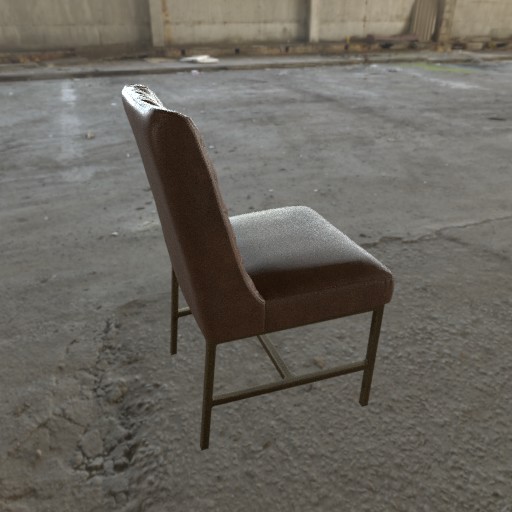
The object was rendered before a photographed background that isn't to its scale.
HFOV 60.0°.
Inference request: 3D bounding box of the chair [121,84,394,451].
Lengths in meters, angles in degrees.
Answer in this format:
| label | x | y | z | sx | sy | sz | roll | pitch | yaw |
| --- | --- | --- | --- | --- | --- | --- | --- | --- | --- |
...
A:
| label | x | y | z | sx | sy | sz | roll | pitch | yaw |
| --- | --- | --- | --- | --- | --- | --- | --- | --- | --- |
| chair | 0.000 | 0.000 | 1.239 | 0.587 | 0.889 | 0.508 | -10 | 30 | -18 |
